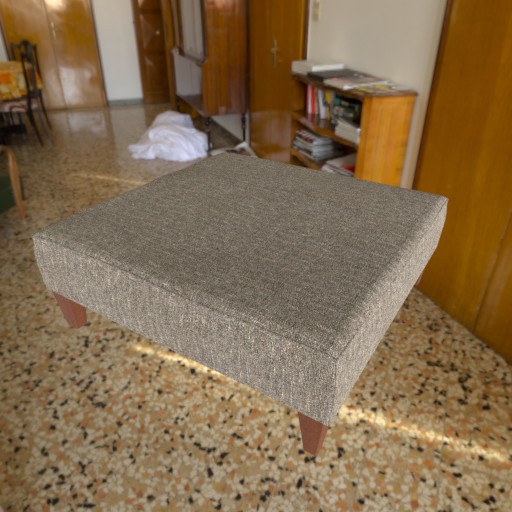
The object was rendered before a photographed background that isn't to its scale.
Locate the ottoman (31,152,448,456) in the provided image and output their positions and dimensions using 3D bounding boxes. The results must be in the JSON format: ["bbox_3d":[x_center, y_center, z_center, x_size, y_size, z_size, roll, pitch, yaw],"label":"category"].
[{"bbox_3d":[0.000,0.000,1.513,1.016,0.379,0.981,18,35,28],"label":"ottoman"}]
